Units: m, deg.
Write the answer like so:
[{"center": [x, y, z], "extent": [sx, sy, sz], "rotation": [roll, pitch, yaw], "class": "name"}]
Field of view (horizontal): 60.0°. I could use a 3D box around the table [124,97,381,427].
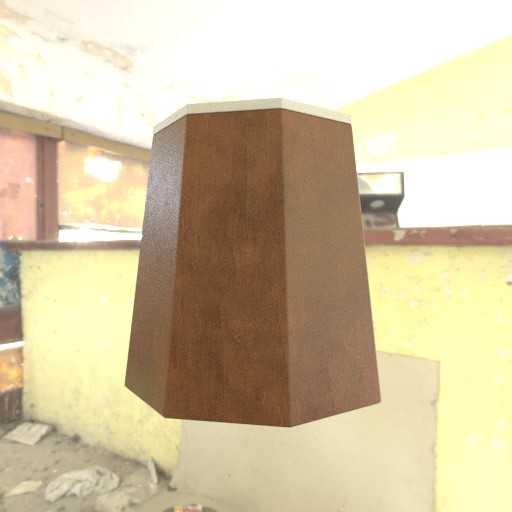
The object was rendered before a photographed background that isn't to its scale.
[{"center": [0.000, 0.000, 0.819], "extent": [0.439, 0.457, 0.439], "rotation": [0, 0, -36], "class": "table"}]
